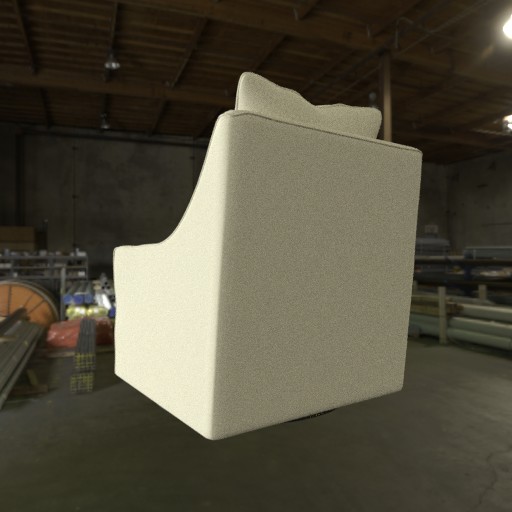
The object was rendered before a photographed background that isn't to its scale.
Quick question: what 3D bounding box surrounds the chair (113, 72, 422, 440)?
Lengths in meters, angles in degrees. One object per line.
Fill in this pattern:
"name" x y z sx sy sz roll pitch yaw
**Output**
"chair" 0.000 0.000 1.578 0.756 0.965 0.876 0 0 -35
